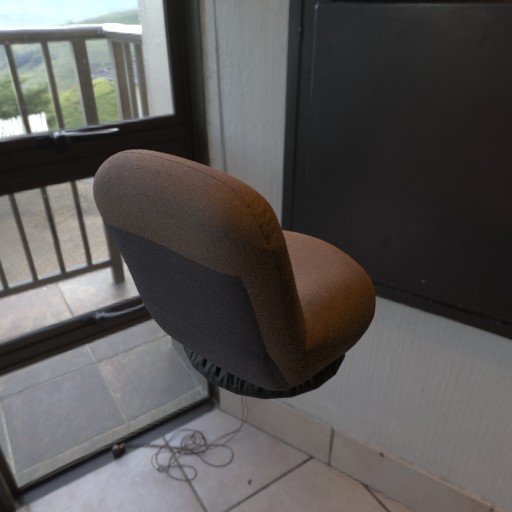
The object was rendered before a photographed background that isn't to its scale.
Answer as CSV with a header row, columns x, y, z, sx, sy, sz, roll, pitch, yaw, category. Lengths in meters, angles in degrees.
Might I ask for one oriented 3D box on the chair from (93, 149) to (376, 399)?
x,y,z,sx,sy,sz,roll,pitch,yaw,category
0.000,0.000,1.056,0.521,0.594,0.597,21,36,32,chair
